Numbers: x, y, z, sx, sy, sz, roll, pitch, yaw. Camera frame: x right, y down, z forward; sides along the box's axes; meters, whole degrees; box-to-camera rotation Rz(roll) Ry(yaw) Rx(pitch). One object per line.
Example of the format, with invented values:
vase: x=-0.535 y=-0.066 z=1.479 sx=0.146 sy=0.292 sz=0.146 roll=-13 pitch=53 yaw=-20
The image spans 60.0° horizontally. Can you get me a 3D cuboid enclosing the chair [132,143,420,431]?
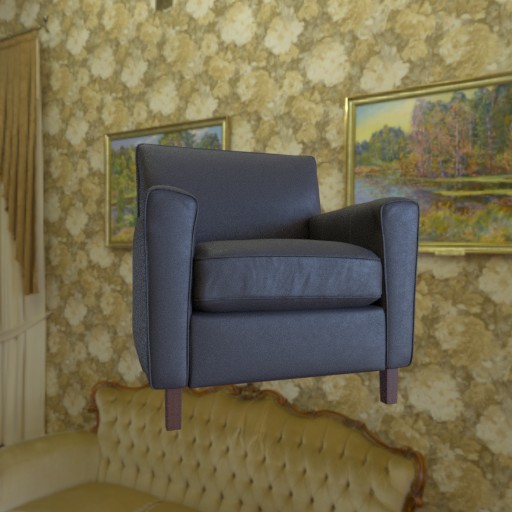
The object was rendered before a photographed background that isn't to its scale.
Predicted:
chair: x=0.000 y=0.000 z=1.640 sx=0.870 sy=0.943 sz=0.825 roll=0 pitch=0 yaw=-18
